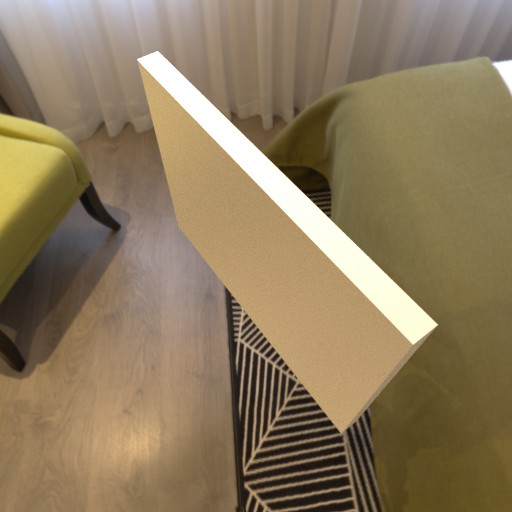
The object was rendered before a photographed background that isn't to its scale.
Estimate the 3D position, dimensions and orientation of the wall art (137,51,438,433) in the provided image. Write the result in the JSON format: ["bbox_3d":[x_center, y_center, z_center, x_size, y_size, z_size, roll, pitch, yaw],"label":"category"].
[{"bbox_3d":[0.000,0.000,1.380,0.066,0.801,1.056,-32,63,-18],"label":"wall art"}]
